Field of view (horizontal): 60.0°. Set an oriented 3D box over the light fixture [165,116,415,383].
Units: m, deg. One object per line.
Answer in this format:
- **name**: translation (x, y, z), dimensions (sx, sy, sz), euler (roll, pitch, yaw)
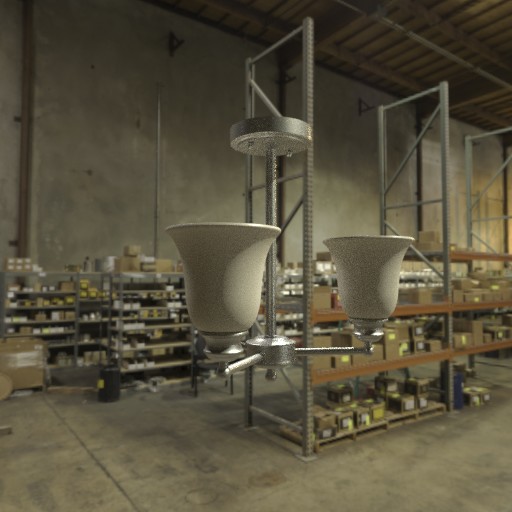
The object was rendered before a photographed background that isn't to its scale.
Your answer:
- **light fixture**: translation (0.000, 0.000, 0.680), dimensions (0.388, 0.370, 0.354), euler (2, -3, -36)
